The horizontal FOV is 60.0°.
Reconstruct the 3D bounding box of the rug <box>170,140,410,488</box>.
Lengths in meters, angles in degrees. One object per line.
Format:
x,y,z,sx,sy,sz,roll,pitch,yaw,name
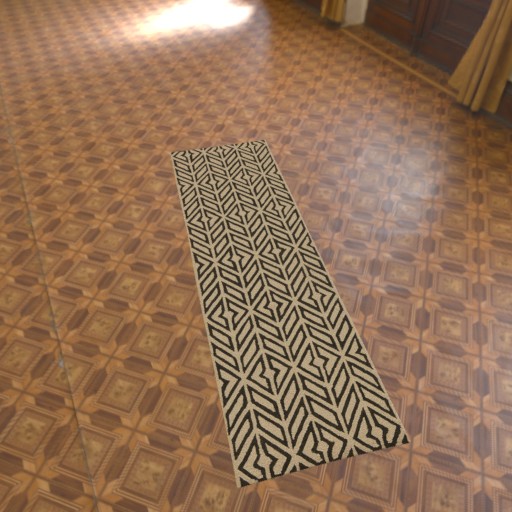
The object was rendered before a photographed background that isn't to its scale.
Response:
0.000,0.000,2.630,0.750,0.009,2.435,-10,47,-10,rug
